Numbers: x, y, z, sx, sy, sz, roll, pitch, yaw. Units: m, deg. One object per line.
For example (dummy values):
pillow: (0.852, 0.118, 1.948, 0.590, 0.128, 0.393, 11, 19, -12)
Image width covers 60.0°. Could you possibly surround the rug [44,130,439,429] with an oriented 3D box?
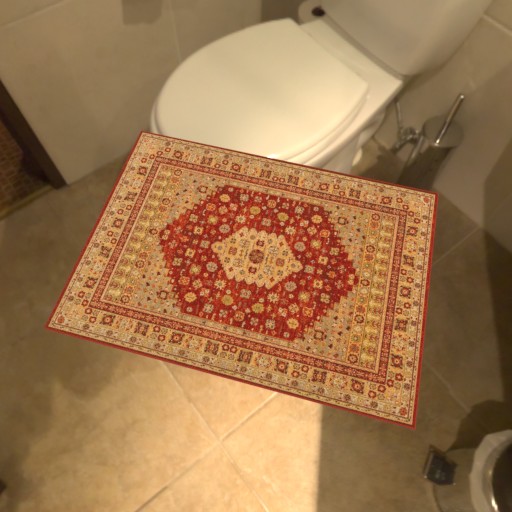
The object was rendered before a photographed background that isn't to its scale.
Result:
rug: (0.000, 0.000, 2.876, 2.211, 0.013, 1.593, 13, 64, 7)
